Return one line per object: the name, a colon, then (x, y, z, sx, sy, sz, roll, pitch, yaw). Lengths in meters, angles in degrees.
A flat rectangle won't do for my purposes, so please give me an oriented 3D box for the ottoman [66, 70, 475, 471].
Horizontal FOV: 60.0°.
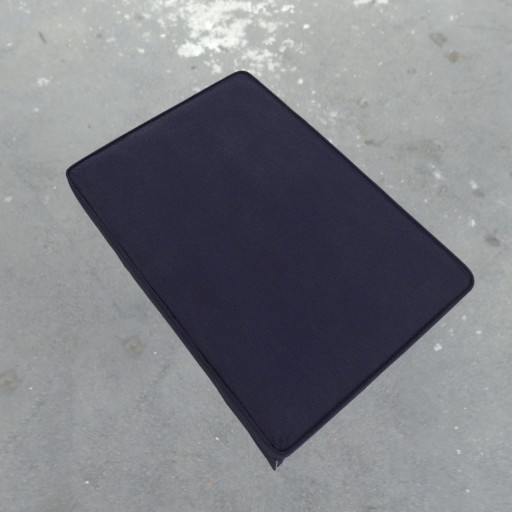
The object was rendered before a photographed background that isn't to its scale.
ottoman: (0.000, 0.000, 1.287, 0.637, 0.503, 0.938, -36, 69, -16)
